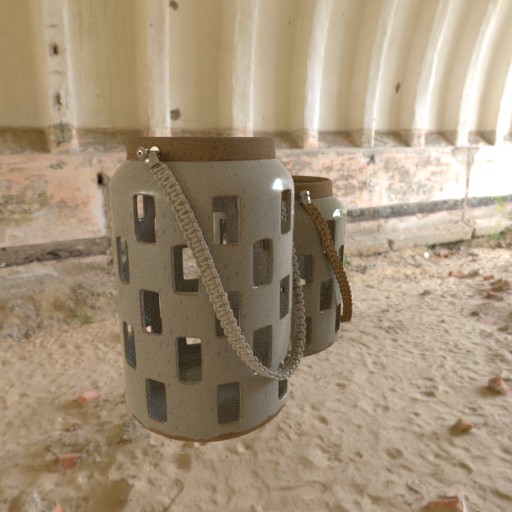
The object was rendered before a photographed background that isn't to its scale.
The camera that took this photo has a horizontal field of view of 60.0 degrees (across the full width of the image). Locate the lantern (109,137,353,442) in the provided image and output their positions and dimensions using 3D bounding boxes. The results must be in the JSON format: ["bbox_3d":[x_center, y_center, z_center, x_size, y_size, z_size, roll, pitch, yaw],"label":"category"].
[{"bbox_3d":[0.000,0.000,0.496,0.184,0.255,0.347,7,16,26],"label":"lantern"}]
